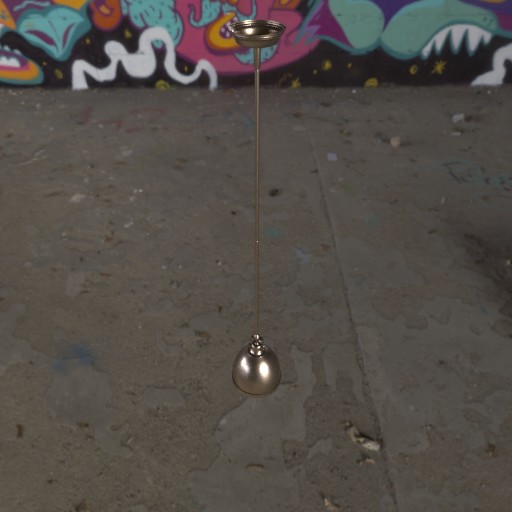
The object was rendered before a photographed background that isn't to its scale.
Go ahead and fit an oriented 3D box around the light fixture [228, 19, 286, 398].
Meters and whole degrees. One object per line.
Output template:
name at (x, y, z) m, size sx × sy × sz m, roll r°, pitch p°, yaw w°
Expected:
light fixture at (0.000, 0.000, 1.445) m, size 0.217 × 1.367 × 0.211 m, roll 13°, pitch 43°, yaw 14°
